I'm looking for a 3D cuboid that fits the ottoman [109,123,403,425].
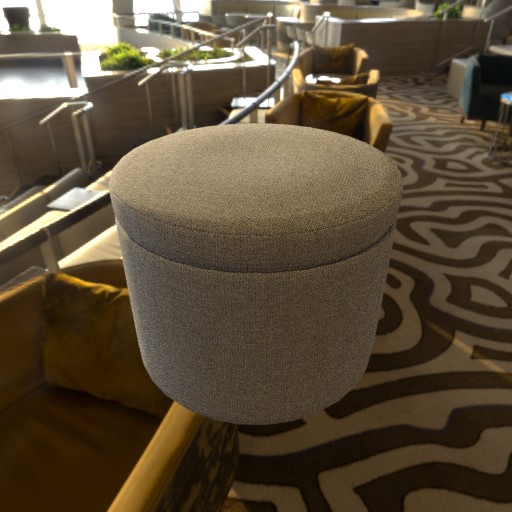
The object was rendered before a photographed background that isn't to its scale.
[{"bbox_3d":[0.000,0.000,0.875,0.500,0.419,0.500,0,32,0],"label":"ottoman"}]
